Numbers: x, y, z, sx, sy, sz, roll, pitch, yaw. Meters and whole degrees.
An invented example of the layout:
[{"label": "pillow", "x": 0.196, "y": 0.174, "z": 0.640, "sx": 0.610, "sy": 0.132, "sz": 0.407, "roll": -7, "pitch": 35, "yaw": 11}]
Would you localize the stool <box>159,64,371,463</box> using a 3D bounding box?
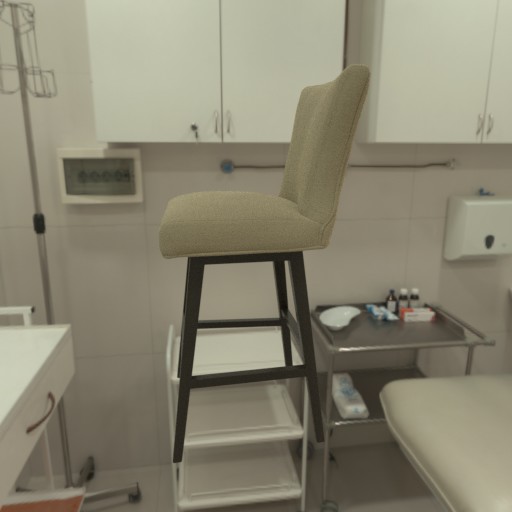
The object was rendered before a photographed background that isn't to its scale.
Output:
[{"label": "stool", "x": 0.000, "y": 0.000, "z": 1.426, "sx": 0.574, "sy": 1.086, "sz": 0.514, "roll": -2, "pitch": 14, "yaw": -8}]
